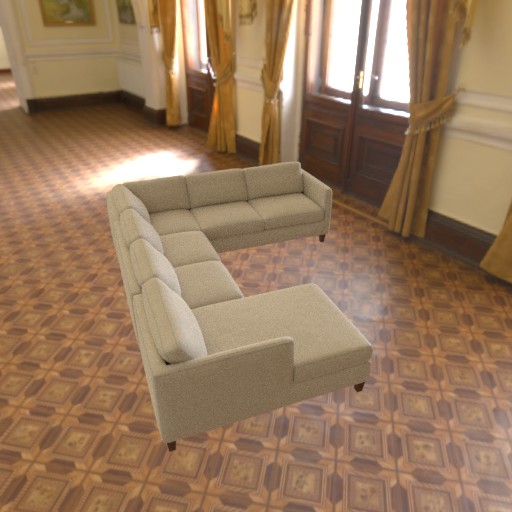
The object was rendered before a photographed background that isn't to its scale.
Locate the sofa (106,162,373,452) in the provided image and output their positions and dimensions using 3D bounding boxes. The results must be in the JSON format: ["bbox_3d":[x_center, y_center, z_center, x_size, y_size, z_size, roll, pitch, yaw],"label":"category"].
[{"bbox_3d":[0.000,0.000,4.382,2.551,0.853,3.238,-11,31,-18],"label":"sofa"}]
